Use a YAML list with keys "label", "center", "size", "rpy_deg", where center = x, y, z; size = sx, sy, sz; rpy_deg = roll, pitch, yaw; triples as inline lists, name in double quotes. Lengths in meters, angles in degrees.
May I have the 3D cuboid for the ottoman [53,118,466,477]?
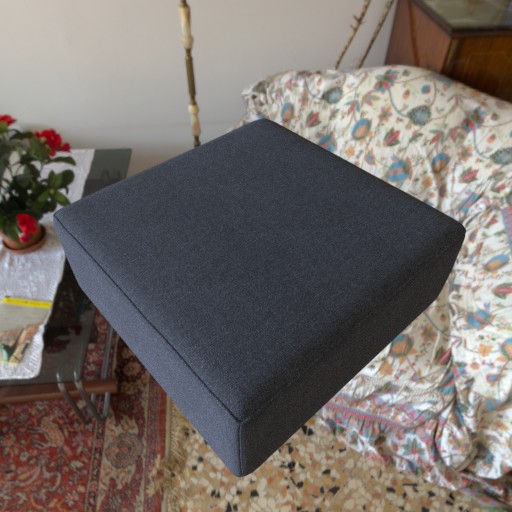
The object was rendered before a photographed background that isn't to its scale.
- label: "ottoman"
  center: [0.000, 0.000, 1.566]
  size: [1.000, 0.439, 1.000]
  rpy_deg: [-33, 54, -28]
